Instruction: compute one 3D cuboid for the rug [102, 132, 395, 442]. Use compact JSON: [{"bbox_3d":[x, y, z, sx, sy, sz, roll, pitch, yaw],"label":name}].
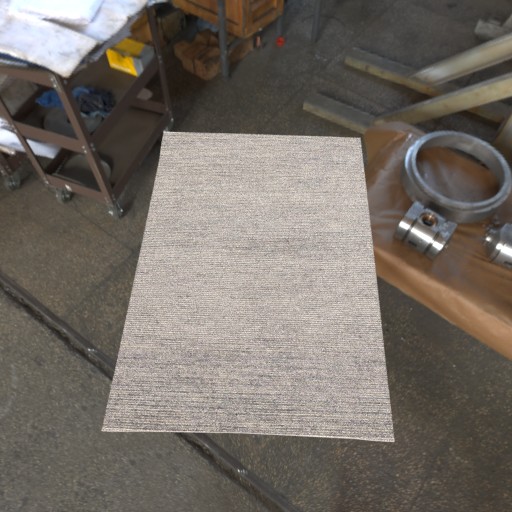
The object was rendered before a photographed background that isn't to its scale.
[{"bbox_3d":[0.000,0.000,3.005,1.604,0.030,2.307,2,59,1],"label":"rug"}]
